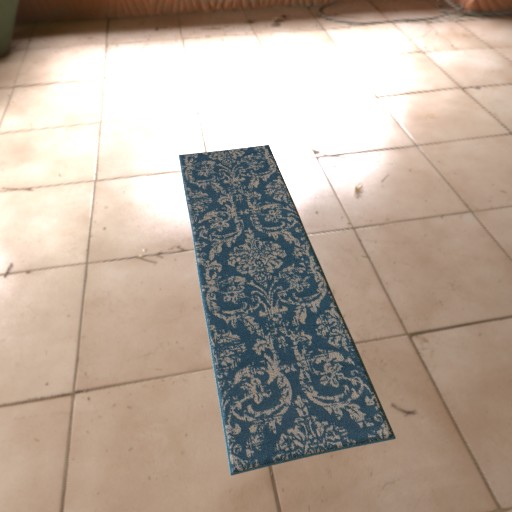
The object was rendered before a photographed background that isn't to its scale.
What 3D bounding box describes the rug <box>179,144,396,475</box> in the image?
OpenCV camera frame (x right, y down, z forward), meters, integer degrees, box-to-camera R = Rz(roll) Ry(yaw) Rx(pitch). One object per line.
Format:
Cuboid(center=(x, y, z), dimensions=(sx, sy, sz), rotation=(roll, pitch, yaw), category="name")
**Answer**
Cuboid(center=(0.000, 0.000, 2.447), dimensions=(0.662, 0.011, 2.196), rotation=(-9, 46, -8), category="rug")
